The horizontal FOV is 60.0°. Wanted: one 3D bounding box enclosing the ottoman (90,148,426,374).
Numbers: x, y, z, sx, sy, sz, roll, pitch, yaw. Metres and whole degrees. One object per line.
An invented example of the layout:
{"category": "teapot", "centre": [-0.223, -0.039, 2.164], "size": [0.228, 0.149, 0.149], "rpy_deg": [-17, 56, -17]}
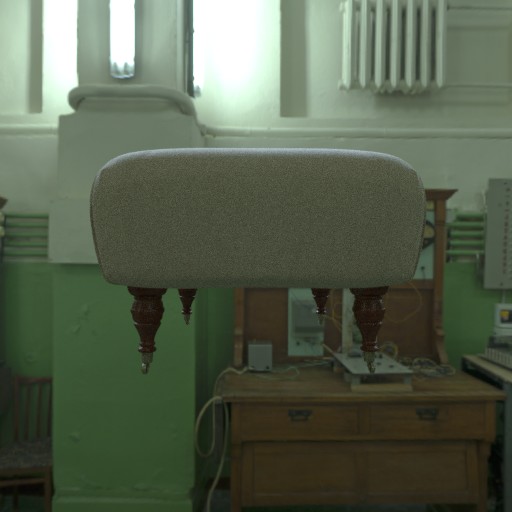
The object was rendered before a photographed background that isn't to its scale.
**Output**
{"category": "ottoman", "centre": [0.000, 0.000, 1.143], "size": [0.639, 0.450, 0.746], "rpy_deg": [0, 0, -1]}
